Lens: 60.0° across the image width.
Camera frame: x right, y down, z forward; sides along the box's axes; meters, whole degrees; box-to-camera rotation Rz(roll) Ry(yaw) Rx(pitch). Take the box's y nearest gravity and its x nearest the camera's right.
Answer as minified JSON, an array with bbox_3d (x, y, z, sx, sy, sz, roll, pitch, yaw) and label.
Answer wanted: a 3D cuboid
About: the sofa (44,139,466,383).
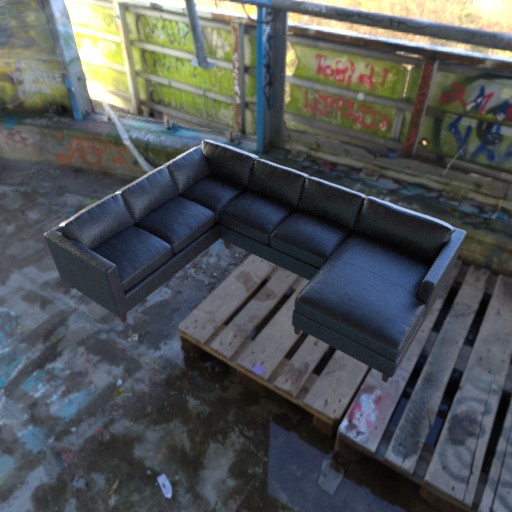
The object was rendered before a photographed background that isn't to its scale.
[{"bbox_3d":[0.000,0.000,4.494,3.324,0.891,2.452,25,47,26],"label":"sofa"}]
